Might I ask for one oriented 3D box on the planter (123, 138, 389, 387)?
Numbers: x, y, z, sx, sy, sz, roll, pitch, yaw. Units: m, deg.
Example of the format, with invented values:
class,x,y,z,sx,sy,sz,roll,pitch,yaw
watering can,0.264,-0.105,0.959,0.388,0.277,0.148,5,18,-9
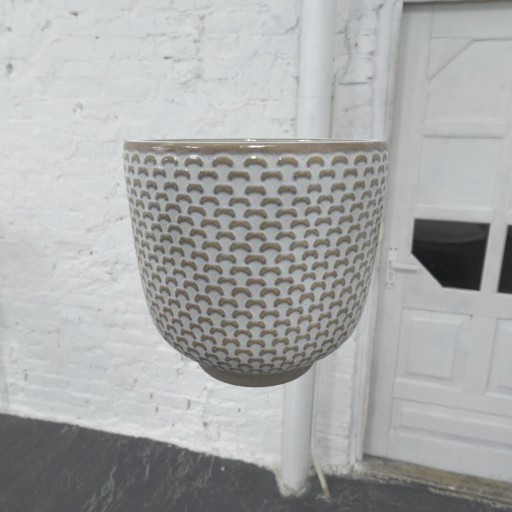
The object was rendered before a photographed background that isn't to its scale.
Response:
class,x,y,z,sx,sy,sz,roll,pitch,yaw
planter,0.000,0.000,0.255,0.139,0.130,0.139,0,16,0
